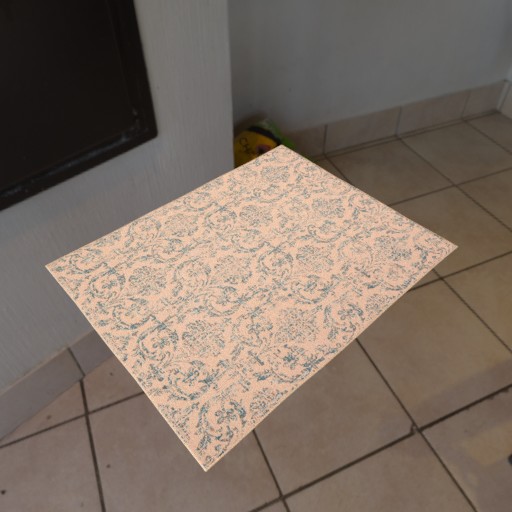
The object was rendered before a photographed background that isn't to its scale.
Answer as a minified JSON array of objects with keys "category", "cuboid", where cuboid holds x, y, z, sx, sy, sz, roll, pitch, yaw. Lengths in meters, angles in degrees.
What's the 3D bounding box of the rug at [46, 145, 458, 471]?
[{"category":"rug","cuboid":[0.000,0.000,4.073,2.980,0.012,2.363,-33,54,-28]}]
